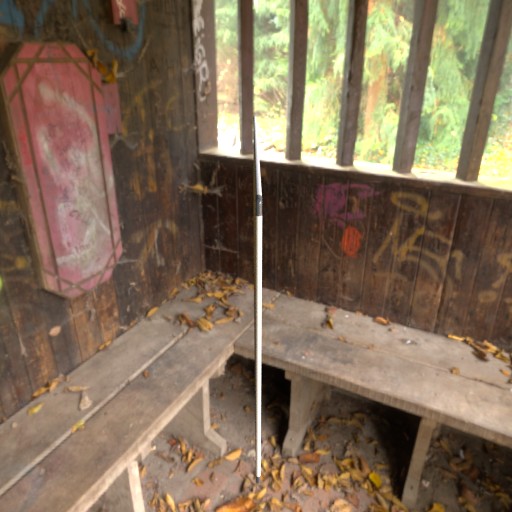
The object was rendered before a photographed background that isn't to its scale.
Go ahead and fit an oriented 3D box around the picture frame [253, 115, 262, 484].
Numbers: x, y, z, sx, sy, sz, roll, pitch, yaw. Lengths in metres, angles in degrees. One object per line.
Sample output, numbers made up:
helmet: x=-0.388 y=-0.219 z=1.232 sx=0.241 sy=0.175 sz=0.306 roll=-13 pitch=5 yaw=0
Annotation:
picture frame: x=0.000 y=0.000 z=1.172 sx=0.010 sy=0.600 sz=0.900 roll=0 pitch=25 yaw=0
